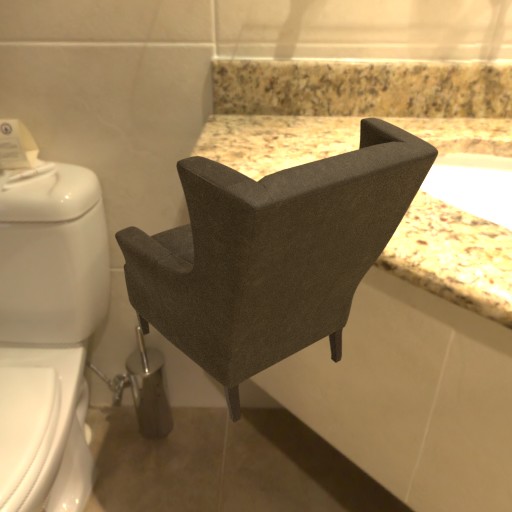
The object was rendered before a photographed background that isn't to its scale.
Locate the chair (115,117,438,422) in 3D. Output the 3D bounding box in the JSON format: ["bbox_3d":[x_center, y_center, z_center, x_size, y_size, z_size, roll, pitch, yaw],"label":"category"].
[{"bbox_3d":[0.000,0.000,1.697,0.853,1.016,0.926,-21,37,-30],"label":"chair"}]
